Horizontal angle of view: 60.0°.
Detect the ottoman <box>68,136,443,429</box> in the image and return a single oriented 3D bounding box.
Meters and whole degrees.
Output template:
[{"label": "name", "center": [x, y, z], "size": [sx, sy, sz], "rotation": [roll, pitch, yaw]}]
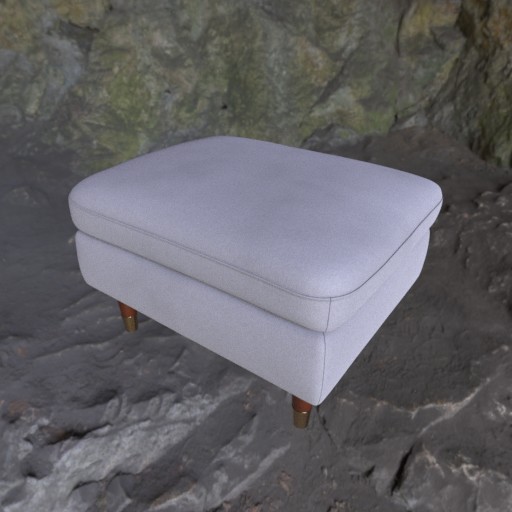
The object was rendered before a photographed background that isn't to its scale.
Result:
[{"label": "ottoman", "center": [0.000, 0.000, 1.127], "size": [0.747, 0.478, 0.593], "rotation": [20, 35, 30]}]
